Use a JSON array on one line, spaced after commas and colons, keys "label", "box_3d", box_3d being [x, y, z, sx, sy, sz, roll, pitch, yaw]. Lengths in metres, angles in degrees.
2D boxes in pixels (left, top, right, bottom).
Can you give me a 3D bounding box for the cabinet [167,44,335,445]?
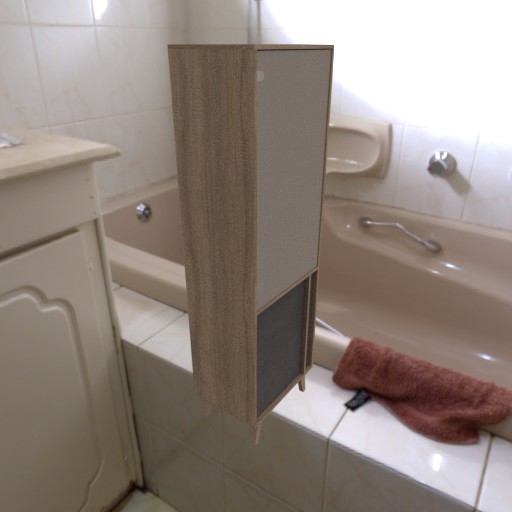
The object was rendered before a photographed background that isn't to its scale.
[{"label": "cabinet", "box_3d": [0.000, 0.000, 2.146, 0.400, 1.850, 0.570, 17, 31, 32]}]
